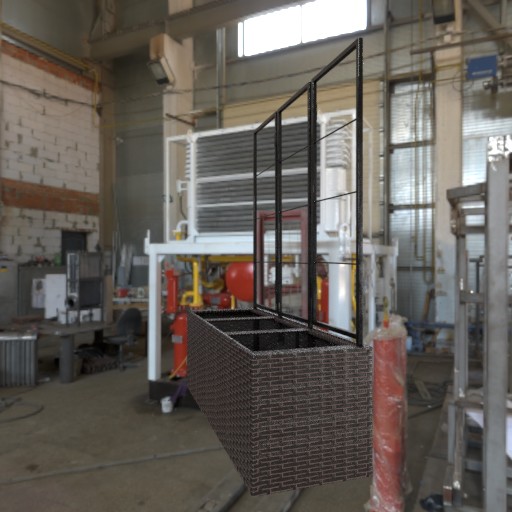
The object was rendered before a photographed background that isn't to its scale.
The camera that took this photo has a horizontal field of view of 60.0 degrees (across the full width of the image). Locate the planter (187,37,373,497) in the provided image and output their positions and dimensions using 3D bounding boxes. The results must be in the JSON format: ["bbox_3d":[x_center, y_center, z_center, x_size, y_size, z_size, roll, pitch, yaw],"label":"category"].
[{"bbox_3d":[0.000,0.000,1.137,0.244,0.841,0.699,0,0,-18],"label":"planter"}]
